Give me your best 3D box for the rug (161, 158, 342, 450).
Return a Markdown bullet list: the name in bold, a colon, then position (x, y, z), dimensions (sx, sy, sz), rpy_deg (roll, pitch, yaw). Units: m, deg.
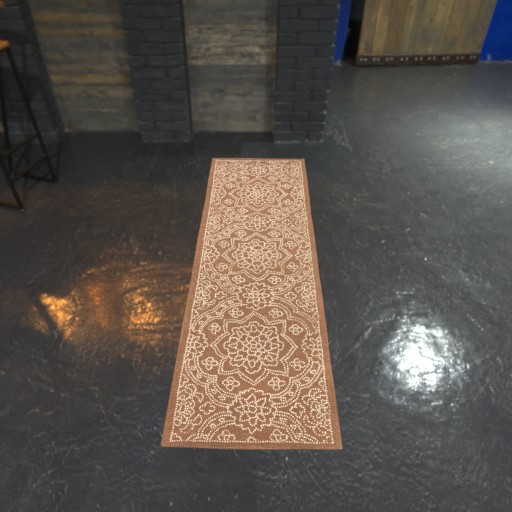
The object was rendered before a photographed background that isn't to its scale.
- **rug**: position (0.000, 0.000, 2.774), dimensions (0.769, 0.012, 2.448), rpy_deg (1, 41, 1)
